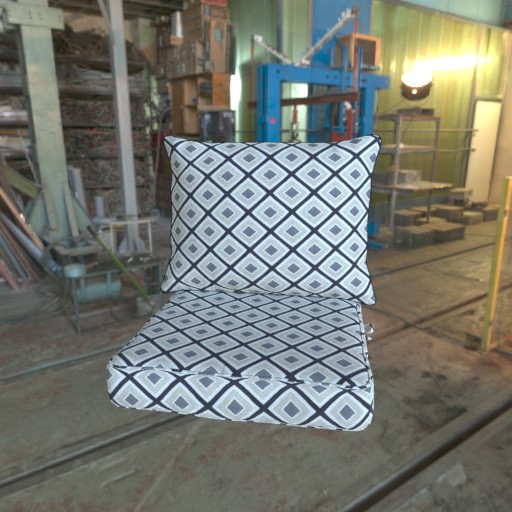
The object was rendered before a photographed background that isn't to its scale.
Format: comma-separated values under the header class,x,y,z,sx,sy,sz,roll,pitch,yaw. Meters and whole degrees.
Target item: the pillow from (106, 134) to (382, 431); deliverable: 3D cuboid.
class,x,y,z,sx,sy,sz,roll,pitch,yaw
pillow,0.000,0.000,1.367,0.798,0.722,0.733,3,16,9
